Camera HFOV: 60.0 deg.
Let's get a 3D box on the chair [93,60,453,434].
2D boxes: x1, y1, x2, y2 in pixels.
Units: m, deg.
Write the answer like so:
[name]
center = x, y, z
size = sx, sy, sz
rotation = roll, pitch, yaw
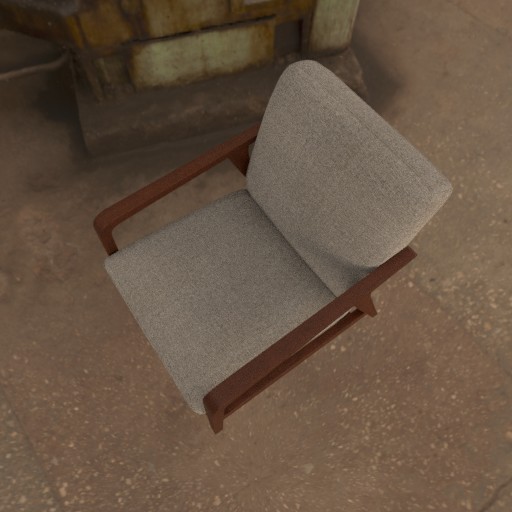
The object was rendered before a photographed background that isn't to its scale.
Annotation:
[chair]
center = 0.000, 0.000, 1.456
size = 0.858, 0.847, 0.704
rotation = -32, 68, -15
